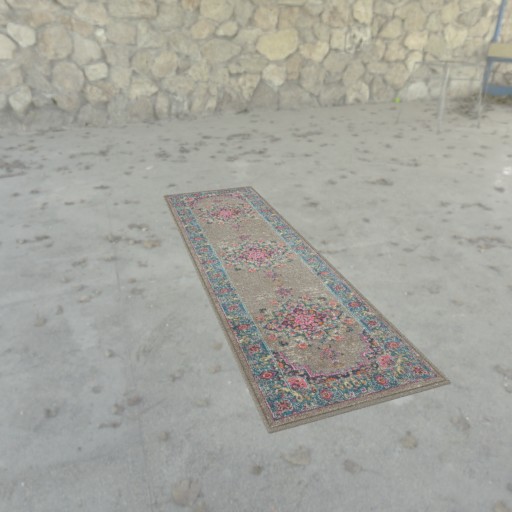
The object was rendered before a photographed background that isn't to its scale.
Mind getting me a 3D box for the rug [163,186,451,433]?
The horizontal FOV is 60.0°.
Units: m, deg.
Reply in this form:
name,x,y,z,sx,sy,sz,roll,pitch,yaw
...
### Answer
name,x,y,z,sx,sy,sz,roll,pitch,yaw
rug,0.000,0.000,1.942,0.553,0.012,1.827,-9,29,-16
